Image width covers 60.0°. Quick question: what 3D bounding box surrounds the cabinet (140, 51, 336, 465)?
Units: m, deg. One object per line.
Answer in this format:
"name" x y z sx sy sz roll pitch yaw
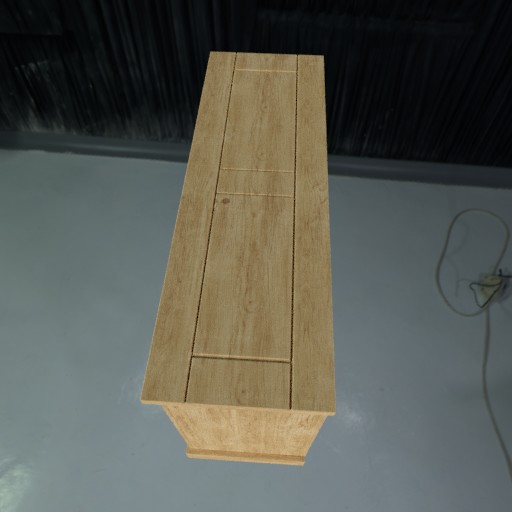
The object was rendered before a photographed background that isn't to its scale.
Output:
"cabinet" 0.000 0.000 1.673 0.432 0.810 1.321 3 57 2
